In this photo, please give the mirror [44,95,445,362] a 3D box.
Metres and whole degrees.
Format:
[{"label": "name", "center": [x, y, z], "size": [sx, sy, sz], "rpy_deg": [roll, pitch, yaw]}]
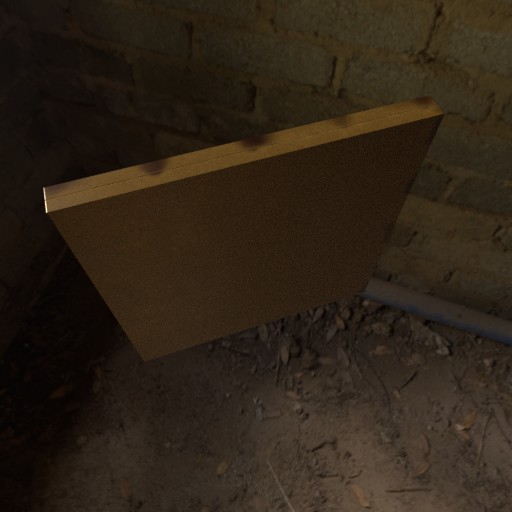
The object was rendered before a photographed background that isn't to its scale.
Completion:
[{"label": "mirror", "center": [0.000, 0.000, 0.762], "size": [0.509, 0.507, 0.042], "rpy_deg": [-16, 59, -10]}]
